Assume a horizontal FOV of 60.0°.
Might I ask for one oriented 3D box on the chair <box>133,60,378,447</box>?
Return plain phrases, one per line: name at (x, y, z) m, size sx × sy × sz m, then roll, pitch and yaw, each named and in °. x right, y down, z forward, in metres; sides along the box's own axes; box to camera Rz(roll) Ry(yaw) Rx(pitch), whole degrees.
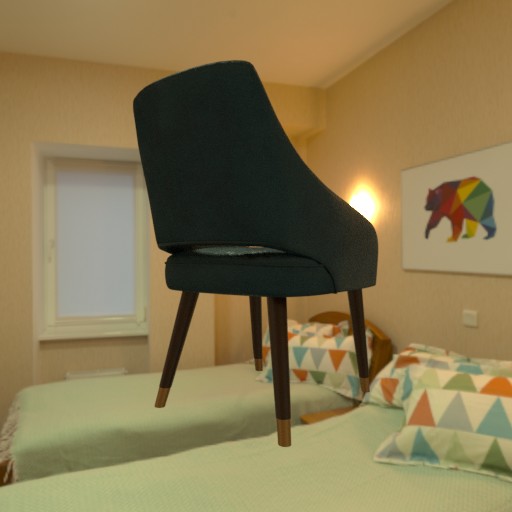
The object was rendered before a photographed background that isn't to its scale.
chair at (0.000, 0.000, 1.609) m, size 0.683 × 1.081 × 0.794 m, roll 0°, pitch 1°, yaw 36°
